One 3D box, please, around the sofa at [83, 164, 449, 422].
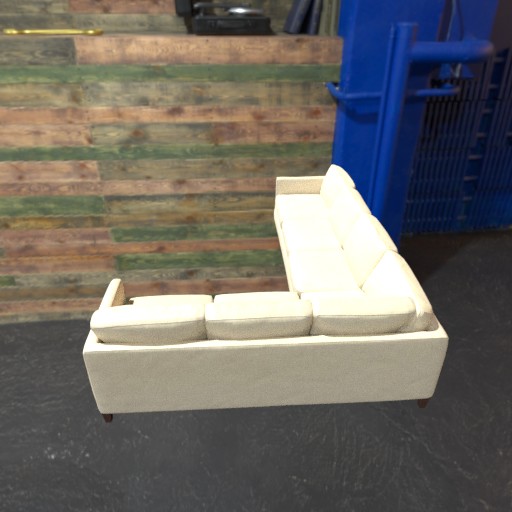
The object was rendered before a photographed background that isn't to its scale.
[{"bbox_3d":[0.000,0.000,4.569,2.593,0.947,3.302,-2,31,-3],"label":"sofa"}]
